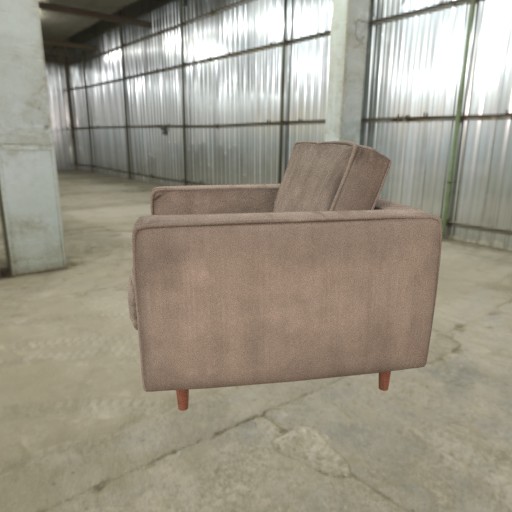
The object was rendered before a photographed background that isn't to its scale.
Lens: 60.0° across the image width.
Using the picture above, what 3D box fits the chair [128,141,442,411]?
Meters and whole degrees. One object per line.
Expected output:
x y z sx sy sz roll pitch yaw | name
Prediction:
0.000 0.000 1.537 0.843 0.773 0.928 -2 15 -9 | chair
